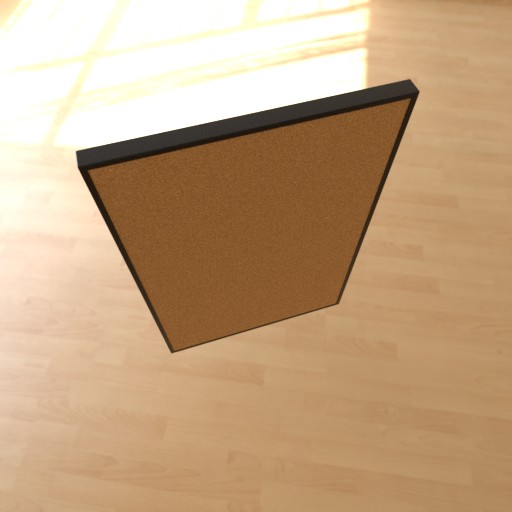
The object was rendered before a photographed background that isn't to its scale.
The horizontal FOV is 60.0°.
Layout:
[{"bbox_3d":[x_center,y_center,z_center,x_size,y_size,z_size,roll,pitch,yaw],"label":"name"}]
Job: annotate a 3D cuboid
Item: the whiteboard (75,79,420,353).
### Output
[{"bbox_3d":[0.000,0.000,0.770,0.406,0.611,0.026,-15,60,-9],"label":"whiteboard"}]
